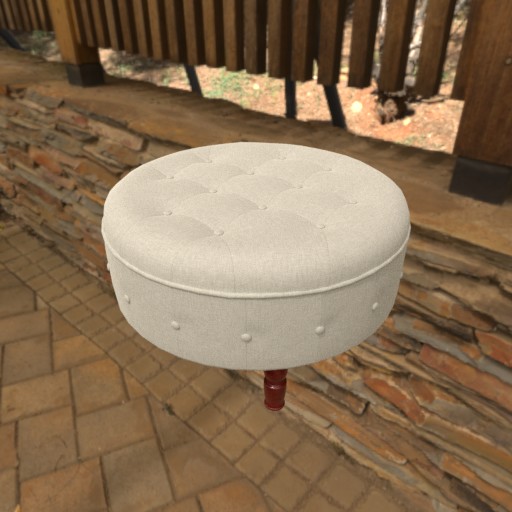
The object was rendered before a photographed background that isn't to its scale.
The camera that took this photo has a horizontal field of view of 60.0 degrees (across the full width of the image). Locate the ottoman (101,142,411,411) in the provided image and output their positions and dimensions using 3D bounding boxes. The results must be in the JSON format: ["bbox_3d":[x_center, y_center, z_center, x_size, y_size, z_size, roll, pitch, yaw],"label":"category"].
[{"bbox_3d":[0.000,0.000,1.355,0.850,0.483,0.850,0,32,0],"label":"ottoman"}]
